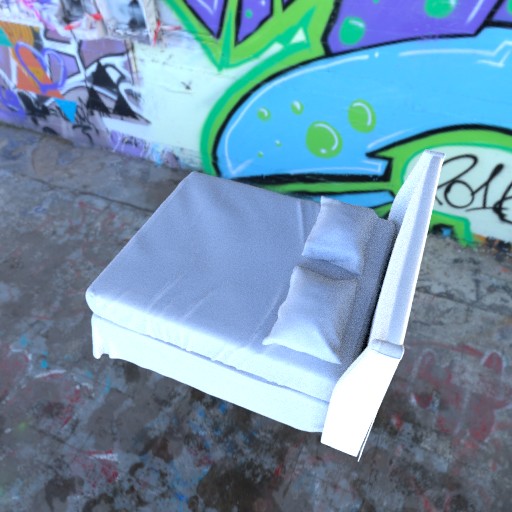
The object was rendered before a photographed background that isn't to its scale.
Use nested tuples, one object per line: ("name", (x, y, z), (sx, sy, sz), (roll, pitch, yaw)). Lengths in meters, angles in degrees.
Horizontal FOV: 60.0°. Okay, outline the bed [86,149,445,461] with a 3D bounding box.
("bed", (0.000, 0.000, 3.430), (2.276, 1.332, 1.925), (17, 48, 16))
